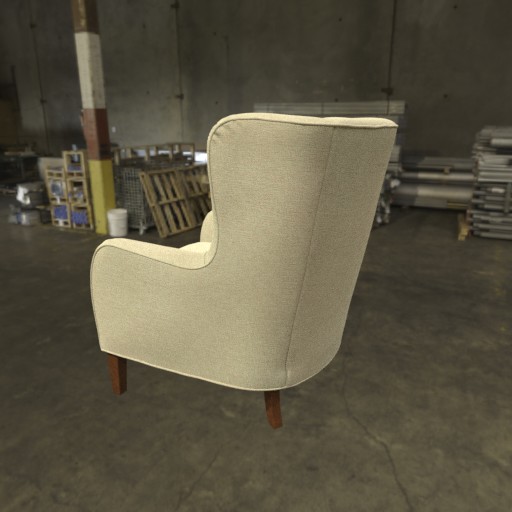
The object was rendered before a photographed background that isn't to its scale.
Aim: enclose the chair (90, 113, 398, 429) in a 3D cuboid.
[{"bbox_3d":[0.000,0.000,1.726,0.966,1.040,0.838,8,18,25],"label":"chair"}]
